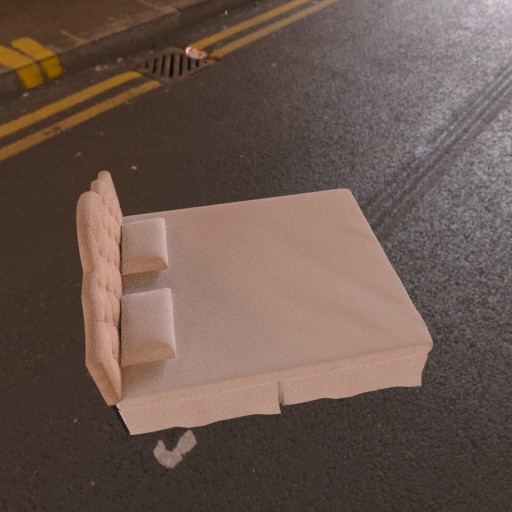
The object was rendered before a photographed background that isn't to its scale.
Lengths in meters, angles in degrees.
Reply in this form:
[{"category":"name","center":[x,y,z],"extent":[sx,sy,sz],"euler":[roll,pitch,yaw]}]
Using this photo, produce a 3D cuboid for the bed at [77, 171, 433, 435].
[{"category":"bed","center":[0.000,0.000,2.941],"extent":[1.970,1.194,1.667],"euler":[-8,47,-8]}]
